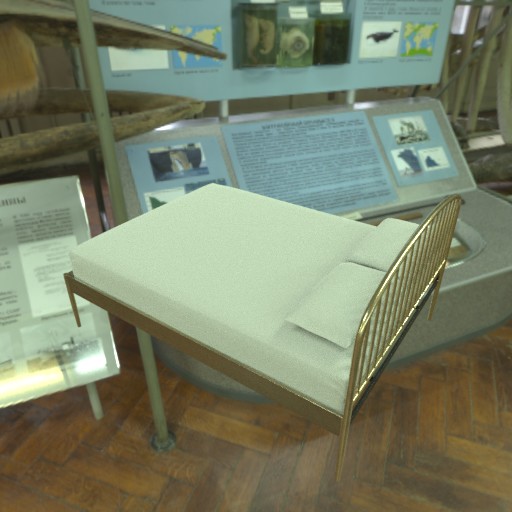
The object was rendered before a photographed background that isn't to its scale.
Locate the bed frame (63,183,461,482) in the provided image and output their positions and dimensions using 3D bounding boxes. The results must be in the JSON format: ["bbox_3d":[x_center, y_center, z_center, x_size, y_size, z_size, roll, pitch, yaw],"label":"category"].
[{"bbox_3d":[0.000,0.000,3.045,2.152,1.175,1.612,20,36,30],"label":"bed frame"}]
